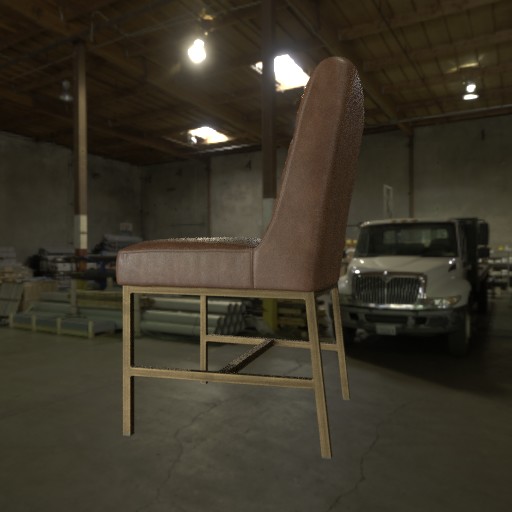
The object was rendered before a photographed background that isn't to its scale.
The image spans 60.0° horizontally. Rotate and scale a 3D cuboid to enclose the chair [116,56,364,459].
[{"bbox_3d":[0.000,0.000,1.245,0.587,0.889,0.508,0,0,17],"label":"chair"}]
